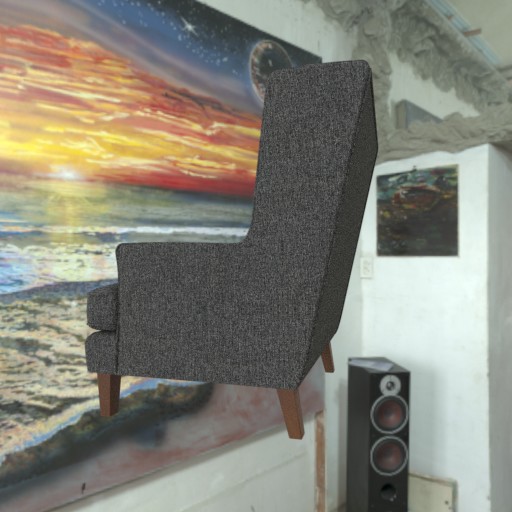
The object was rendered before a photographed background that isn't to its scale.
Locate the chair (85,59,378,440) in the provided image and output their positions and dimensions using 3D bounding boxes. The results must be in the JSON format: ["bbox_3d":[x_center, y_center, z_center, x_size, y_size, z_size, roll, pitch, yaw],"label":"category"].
[{"bbox_3d":[0.000,0.000,1.773,0.927,1.082,0.942,0,0,17],"label":"chair"}]
